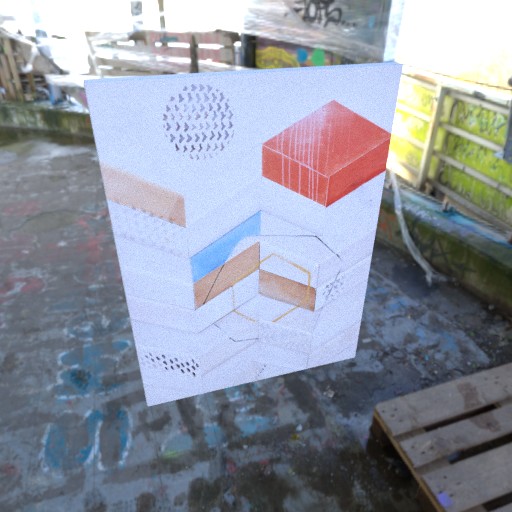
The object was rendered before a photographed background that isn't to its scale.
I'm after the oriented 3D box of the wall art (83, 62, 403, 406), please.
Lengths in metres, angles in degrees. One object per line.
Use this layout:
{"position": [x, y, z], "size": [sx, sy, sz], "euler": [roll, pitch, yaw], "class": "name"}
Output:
{"position": [0.000, 0.000, 1.563], "size": [0.914, 1.221, 0.046], "euler": [-9, 34, -14], "class": "wall art"}
